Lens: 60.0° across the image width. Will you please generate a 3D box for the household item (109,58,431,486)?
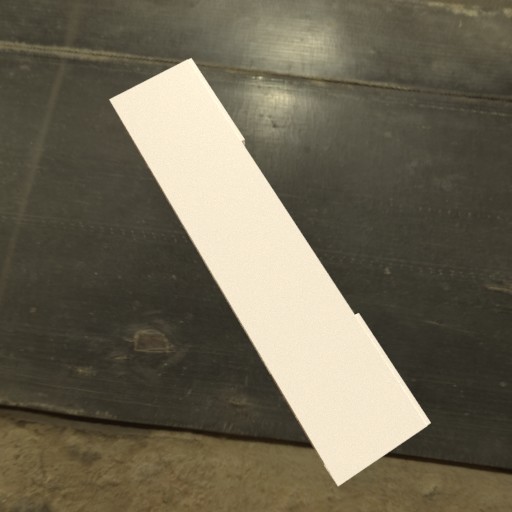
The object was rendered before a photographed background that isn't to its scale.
[{"bbox_3d":[0.000,0.000,1.974,0.420,0.310,1.850,-30,78,-7],"label":"household item"}]
